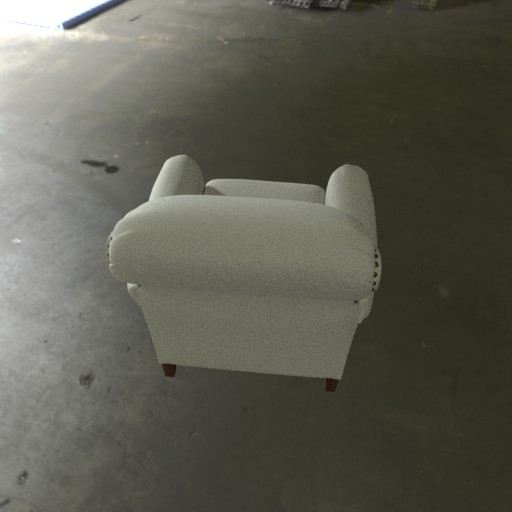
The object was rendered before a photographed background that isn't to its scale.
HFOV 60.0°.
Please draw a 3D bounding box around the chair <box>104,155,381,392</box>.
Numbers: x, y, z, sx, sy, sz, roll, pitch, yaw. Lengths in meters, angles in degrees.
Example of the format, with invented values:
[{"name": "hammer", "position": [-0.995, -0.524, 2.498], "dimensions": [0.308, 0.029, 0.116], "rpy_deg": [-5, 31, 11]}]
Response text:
[{"name": "chair", "position": [0.000, 0.000, 1.646], "dimensions": [0.854, 0.927, 0.890], "rpy_deg": [4, 46, 4]}]
